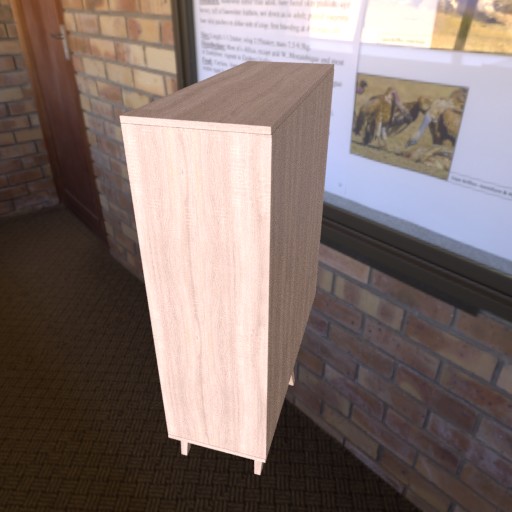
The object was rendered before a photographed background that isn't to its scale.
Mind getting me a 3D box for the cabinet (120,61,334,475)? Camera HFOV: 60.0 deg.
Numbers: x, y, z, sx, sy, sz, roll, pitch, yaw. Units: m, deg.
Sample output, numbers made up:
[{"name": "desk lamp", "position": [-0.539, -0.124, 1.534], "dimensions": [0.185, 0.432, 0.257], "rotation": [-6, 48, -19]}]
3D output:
[{"name": "cabinet", "position": [0.000, 0.000, 1.884], "dimensions": [0.398, 1.388, 1.111], "rotation": [8, 32, 14]}]
